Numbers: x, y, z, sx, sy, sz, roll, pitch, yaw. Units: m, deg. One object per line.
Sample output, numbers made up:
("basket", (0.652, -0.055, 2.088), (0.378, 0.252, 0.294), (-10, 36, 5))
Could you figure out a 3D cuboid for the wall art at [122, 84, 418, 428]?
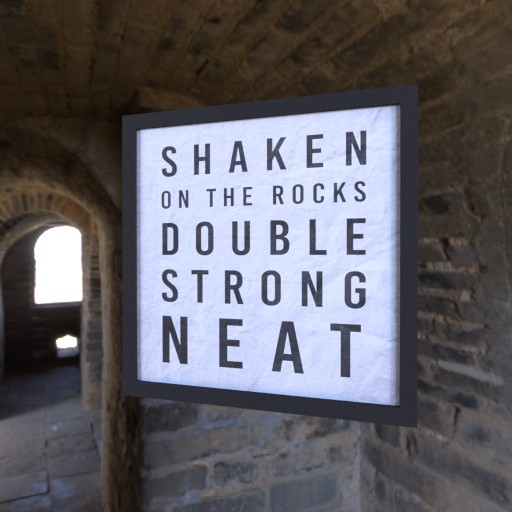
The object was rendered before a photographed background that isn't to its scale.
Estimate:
("wall art", (0.000, 0.000, 0.665), (0.456, 0.458, 0.013), (0, 0, 18))
